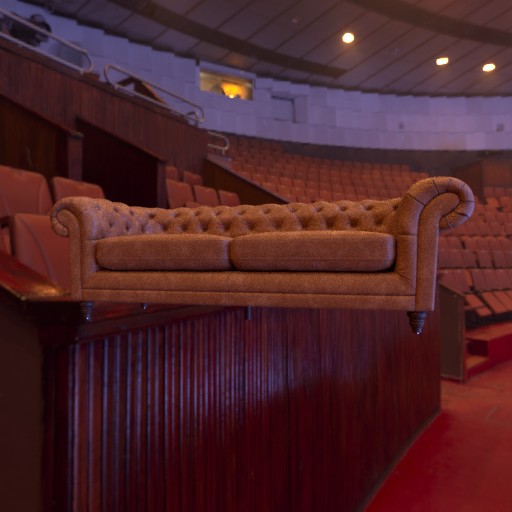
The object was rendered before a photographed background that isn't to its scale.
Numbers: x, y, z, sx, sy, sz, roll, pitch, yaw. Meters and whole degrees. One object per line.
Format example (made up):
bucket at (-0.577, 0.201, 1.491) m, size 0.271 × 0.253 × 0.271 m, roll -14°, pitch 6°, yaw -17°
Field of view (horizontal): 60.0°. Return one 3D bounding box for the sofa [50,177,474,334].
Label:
sofa at (0.000, 0.000, 2.795) m, size 2.365 × 0.760 × 0.989 m, roll 0°, pitch -1°, yaw 17°
